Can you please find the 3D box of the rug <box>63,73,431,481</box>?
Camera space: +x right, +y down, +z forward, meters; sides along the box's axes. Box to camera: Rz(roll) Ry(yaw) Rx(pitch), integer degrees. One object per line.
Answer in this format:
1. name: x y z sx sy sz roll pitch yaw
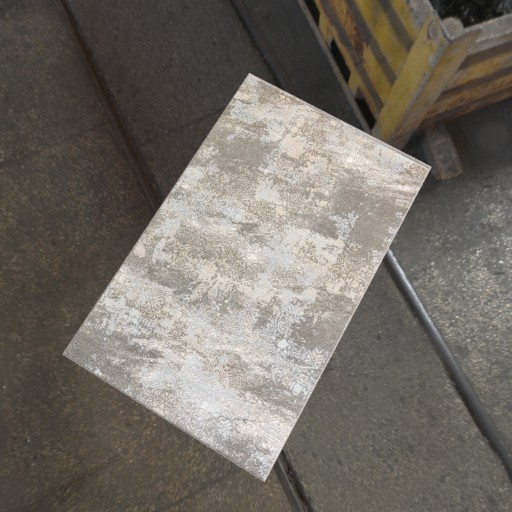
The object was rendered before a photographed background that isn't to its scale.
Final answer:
1. rug: 0.000 0.000 3.070 1.536 0.012 2.431 30 79 6
